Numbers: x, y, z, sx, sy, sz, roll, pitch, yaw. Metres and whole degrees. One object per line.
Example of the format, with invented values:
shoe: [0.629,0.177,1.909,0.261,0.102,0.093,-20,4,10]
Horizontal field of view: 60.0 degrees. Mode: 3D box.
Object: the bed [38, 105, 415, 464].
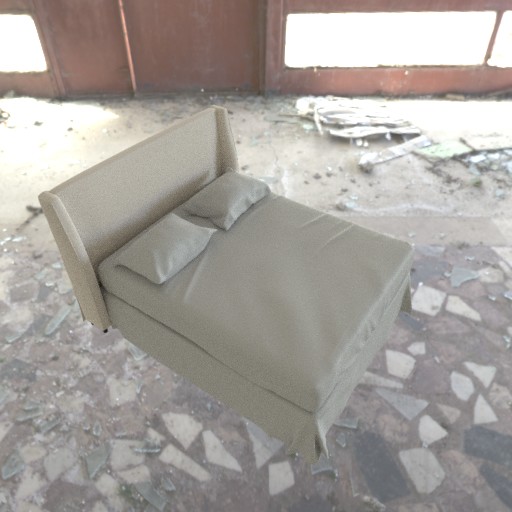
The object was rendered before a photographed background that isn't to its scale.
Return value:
bed: [0.000,0.000,3.477,2.276,1.332,1.925,24,46,26]
